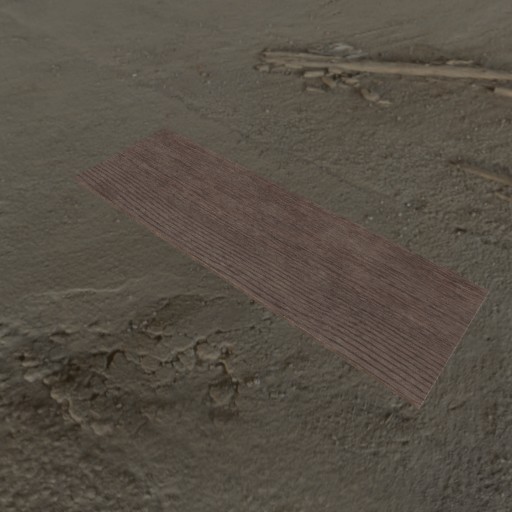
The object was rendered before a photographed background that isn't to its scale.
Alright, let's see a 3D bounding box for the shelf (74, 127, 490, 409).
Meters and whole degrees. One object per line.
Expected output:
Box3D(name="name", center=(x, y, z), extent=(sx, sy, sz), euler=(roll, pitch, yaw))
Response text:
Box3D(name="shelf", center=(0.000, 0.000, 0.691), extent=(0.610, 0.125, 0.200), euler=(31, 54, 26))
